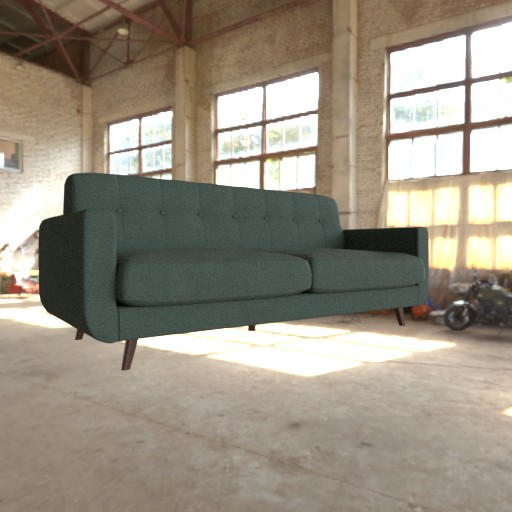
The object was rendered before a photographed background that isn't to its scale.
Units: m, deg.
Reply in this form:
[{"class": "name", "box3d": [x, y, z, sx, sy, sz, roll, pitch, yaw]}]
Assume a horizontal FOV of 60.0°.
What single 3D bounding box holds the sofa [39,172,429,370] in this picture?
[{"class": "sofa", "box3d": [0.000, 0.000, 2.432, 2.029, 0.841, 0.909, 0, 1, -36]}]
